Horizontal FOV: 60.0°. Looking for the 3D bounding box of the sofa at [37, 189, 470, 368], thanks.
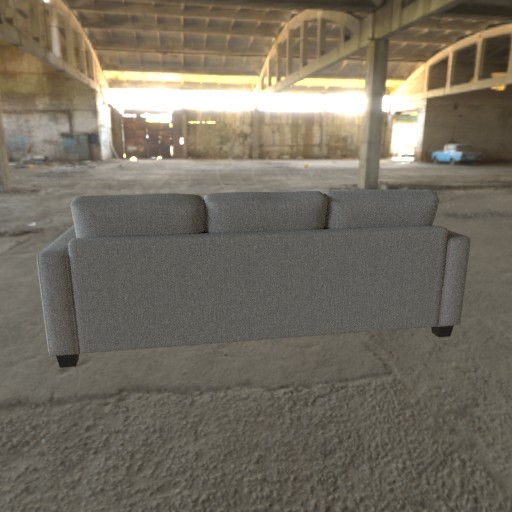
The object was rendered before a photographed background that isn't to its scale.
[{"bbox_3d":[0.000,0.000,2.568,2.120,0.800,0.900,-3,15,-10],"label":"sofa"}]
